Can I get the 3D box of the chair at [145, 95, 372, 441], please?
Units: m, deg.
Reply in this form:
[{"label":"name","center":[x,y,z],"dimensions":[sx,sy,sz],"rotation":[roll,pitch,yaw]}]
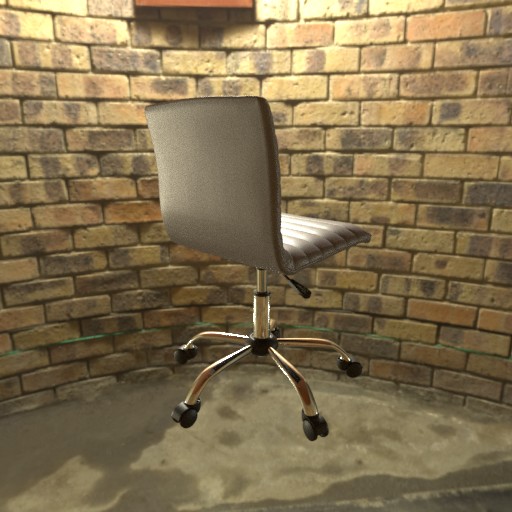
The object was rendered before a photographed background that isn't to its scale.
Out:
[{"label":"chair","center":[0.000,0.000,1.143],"dimensions":[0.542,0.750,0.569],"rotation":[-15,21,-43]}]
